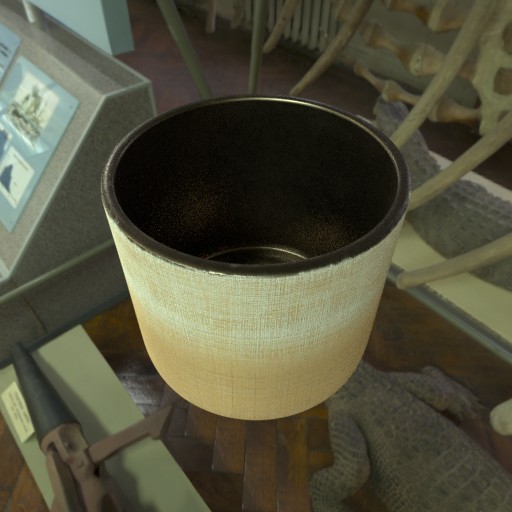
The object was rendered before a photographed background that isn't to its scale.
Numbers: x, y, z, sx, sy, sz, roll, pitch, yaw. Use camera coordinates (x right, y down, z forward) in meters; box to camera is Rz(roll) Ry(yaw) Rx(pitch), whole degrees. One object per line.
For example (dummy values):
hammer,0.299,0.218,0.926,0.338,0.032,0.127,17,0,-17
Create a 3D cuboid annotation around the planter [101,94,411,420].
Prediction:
planter,0.000,0.000,0.442,0.254,0.221,0.254,0,46,0
